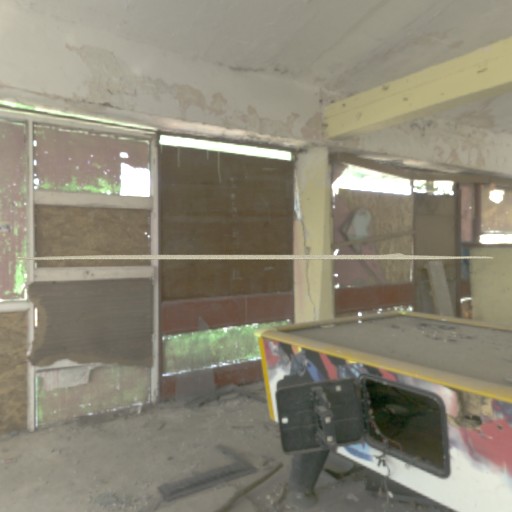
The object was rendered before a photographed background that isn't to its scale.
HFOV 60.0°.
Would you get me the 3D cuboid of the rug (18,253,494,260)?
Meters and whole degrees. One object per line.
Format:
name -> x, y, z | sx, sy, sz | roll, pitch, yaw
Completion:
rug -> 0.000, 0.000, 2.404 | 1.947, 0.023, 1.214 | 0, 1, 1
